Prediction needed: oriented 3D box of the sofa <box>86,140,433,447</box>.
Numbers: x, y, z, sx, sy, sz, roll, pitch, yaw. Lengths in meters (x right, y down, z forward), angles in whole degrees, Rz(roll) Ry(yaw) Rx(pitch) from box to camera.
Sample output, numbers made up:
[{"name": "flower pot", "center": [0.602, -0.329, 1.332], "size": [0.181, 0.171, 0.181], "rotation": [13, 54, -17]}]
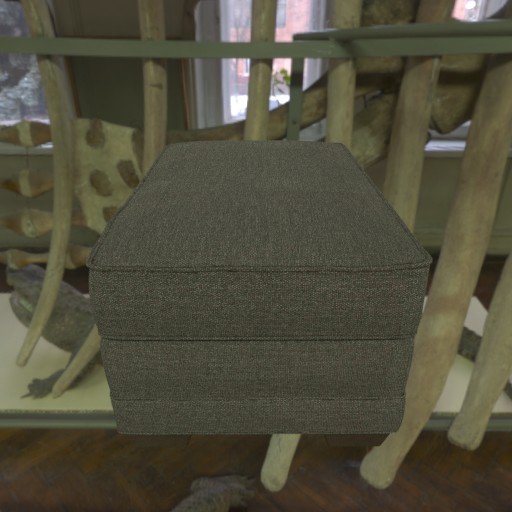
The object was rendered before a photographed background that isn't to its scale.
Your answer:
[{"name": "sofa", "center": [0.000, 0.000, 1.167], "size": [0.578, 0.457, 0.854], "rotation": [0, 28, 0]}]
